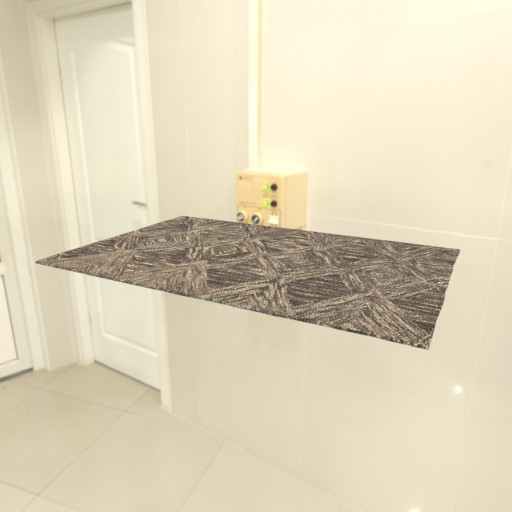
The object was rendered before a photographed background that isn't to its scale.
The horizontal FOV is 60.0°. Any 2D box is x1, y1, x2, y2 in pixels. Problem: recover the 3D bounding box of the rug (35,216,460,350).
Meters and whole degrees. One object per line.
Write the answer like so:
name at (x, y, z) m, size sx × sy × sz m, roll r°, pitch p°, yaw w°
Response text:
rug at (0.000, 0.000, 2.241) m, size 1.814 × 0.012 × 1.186 m, roll 9°, pitch 19°, yaw 26°
